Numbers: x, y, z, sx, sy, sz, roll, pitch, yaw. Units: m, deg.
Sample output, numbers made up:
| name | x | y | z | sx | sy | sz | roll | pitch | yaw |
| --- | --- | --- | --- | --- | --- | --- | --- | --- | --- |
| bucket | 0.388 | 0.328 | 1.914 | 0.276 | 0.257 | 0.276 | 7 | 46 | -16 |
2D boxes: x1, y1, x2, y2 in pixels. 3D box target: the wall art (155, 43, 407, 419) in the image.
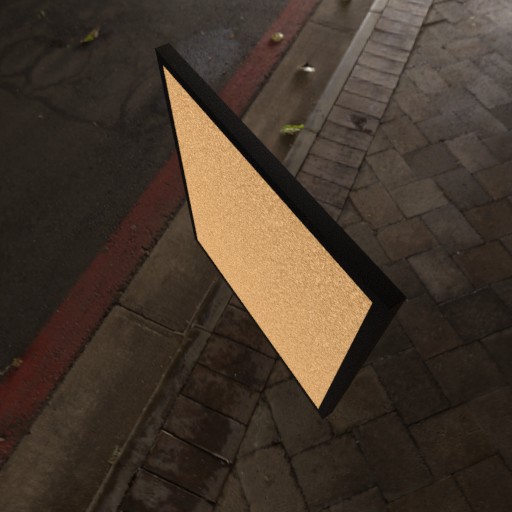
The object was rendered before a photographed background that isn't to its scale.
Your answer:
| name | x | y | z | sx | sy | sz | roll | pitch | yaw |
| --- | --- | --- | --- | --- | --- | --- | --- | --- | --- |
| wall art | 0.000 | 0.000 | 1.138 | 0.036 | 0.755 | 0.756 | -29 | 63 | -17 |
